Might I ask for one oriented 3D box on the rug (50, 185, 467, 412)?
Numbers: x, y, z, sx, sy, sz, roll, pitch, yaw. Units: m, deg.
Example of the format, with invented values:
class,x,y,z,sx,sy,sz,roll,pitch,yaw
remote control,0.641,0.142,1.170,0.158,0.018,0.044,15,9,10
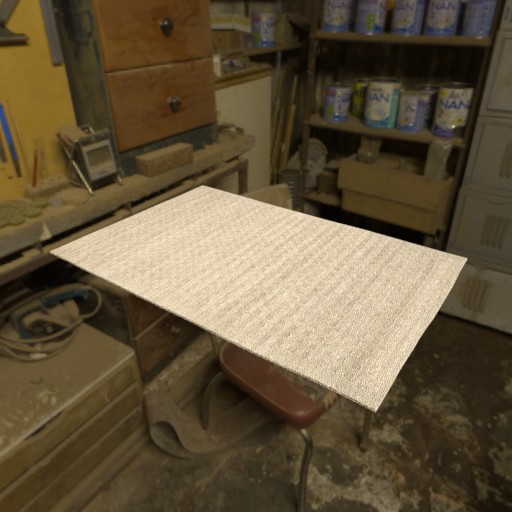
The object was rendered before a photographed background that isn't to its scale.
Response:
class,x,y,z,sx,sy,sz,roll,pitch,yaw
rug,0.000,0.000,2.915,2.297,0.018,1.532,19,35,30
